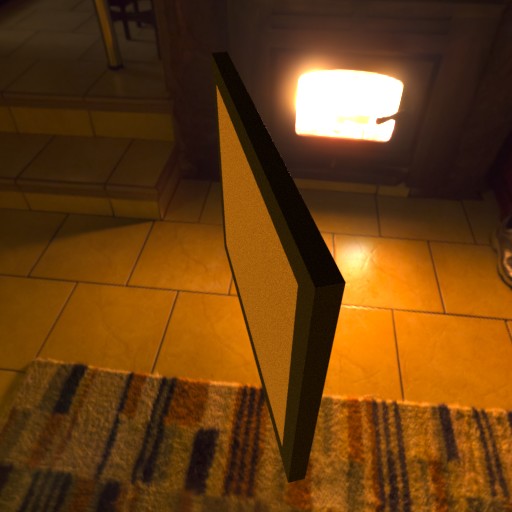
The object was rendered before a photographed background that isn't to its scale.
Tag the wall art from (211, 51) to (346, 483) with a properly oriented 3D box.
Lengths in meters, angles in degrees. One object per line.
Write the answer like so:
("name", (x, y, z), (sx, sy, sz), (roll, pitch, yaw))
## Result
("wall art", (0.000, 0.000, 0.735), (0.028, 0.460, 0.561), (-9, 45, -9))
